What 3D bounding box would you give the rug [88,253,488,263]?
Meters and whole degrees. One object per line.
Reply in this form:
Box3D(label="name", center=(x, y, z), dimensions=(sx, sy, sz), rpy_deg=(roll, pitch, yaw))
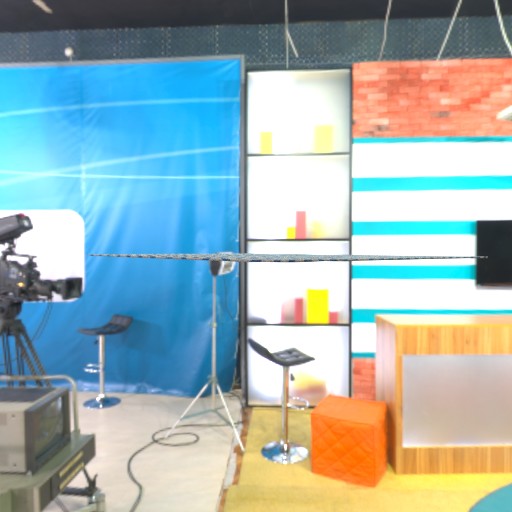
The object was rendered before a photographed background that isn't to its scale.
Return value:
Box3D(label="rug", center=(0.000, 0.000, 2.349), dimensions=(1.225, 0.008, 1.830), rpy_deg=(-1, 1, -36))
